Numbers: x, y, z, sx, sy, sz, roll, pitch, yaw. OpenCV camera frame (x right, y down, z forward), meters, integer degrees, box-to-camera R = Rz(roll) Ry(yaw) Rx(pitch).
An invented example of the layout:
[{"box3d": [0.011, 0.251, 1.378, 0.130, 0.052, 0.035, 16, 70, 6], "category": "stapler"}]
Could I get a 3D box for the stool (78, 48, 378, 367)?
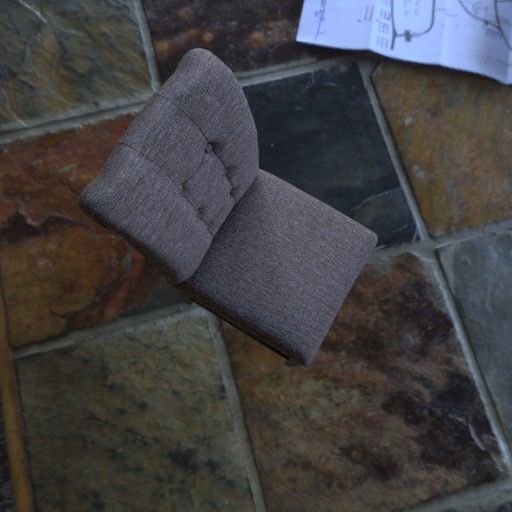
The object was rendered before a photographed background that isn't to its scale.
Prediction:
[{"box3d": [0.000, 0.000, 1.414, 0.613, 1.131, 0.452, 30, 77, 8], "category": "stool"}]
